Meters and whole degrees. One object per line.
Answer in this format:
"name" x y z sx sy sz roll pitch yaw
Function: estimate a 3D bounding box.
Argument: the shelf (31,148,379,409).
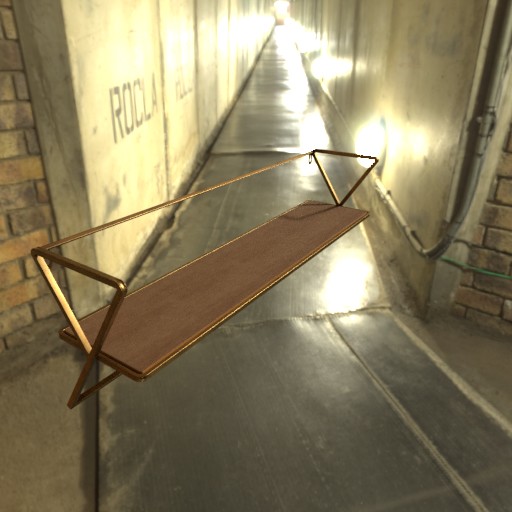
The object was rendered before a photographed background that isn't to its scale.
"shelf" 0.000 0.000 0.728 0.150 0.229 0.645 16 30 31
